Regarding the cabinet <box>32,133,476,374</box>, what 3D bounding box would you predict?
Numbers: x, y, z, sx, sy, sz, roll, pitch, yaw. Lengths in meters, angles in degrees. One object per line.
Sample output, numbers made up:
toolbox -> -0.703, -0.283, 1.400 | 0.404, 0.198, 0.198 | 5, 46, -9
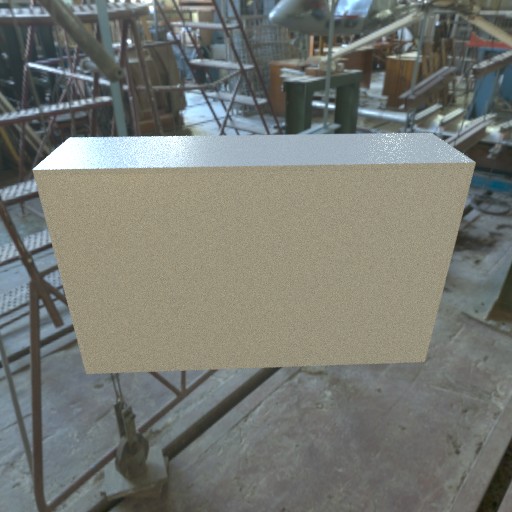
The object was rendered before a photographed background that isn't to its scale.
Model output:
cabinet -> 0.000, 0.000, 1.837 | 1.450, 0.900, 0.380 | -1, 30, -2
